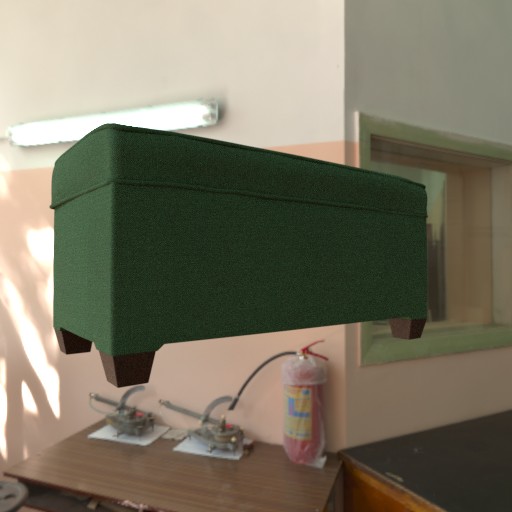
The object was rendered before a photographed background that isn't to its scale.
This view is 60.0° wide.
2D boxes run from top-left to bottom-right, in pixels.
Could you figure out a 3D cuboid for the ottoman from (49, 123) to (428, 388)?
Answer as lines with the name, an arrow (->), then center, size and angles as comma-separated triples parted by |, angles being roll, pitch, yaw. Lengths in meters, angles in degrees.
ottoman -> 0.000, 0.000, 1.187 | 0.957, 0.471, 0.483 | 1, -2, -36
